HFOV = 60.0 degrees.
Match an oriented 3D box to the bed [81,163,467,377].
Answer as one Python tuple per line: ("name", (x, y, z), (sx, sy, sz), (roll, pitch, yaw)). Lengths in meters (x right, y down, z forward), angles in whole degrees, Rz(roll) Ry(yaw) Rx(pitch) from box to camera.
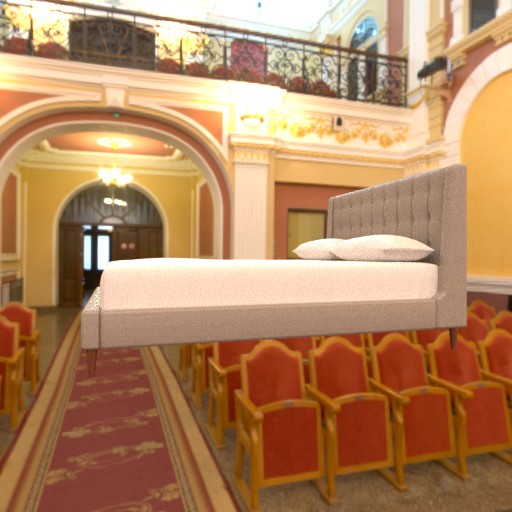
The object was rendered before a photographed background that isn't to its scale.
("bed", (0.000, 0.000, 3.183), (2.232, 1.147, 1.656), (0, 0, -17))
